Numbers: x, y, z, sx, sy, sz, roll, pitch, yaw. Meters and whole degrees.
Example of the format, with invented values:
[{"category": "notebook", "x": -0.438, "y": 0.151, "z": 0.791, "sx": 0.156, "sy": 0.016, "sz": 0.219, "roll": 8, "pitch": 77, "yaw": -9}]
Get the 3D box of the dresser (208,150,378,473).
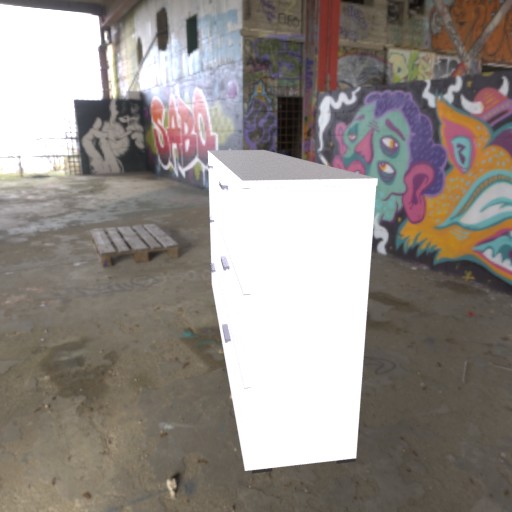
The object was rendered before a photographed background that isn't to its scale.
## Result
[{"category": "dresser", "x": 0.000, "y": 0.000, "z": 1.841, "sx": 0.333, "sy": 0.790, "sz": 1.535, "roll": -2, "pitch": 16, "yaw": -8}]
